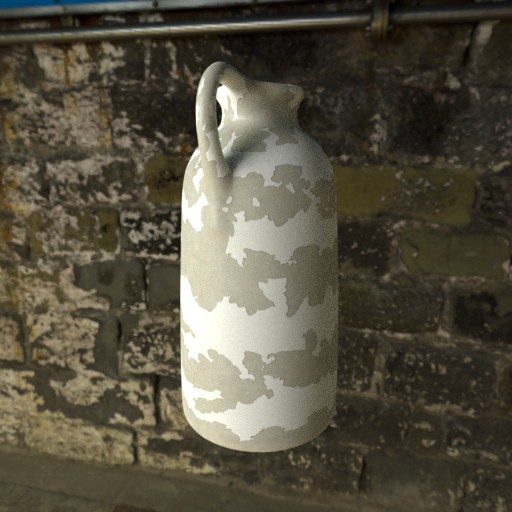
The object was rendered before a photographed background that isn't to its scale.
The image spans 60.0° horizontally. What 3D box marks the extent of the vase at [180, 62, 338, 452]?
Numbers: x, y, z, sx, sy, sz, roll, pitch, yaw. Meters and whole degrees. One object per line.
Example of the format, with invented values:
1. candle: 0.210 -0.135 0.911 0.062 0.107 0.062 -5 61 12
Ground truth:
1. vase: 0.000 0.000 0.493 0.186 0.382 0.203 7 16 26
